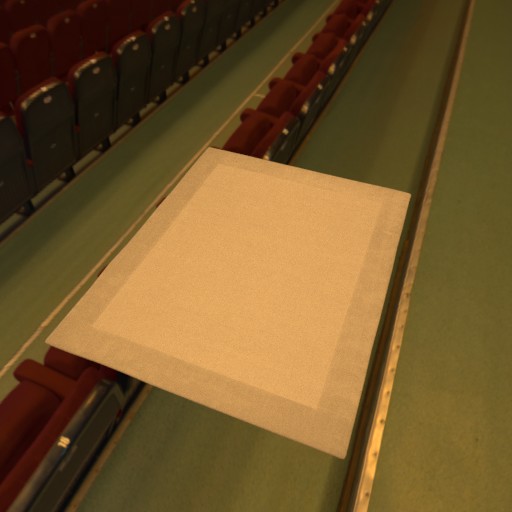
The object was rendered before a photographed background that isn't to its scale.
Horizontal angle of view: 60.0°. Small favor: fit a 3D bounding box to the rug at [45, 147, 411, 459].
[{"bbox_3d":[0.000,0.000,4.135,2.430,0.018,2.976,16,48,15],"label":"rug"}]
